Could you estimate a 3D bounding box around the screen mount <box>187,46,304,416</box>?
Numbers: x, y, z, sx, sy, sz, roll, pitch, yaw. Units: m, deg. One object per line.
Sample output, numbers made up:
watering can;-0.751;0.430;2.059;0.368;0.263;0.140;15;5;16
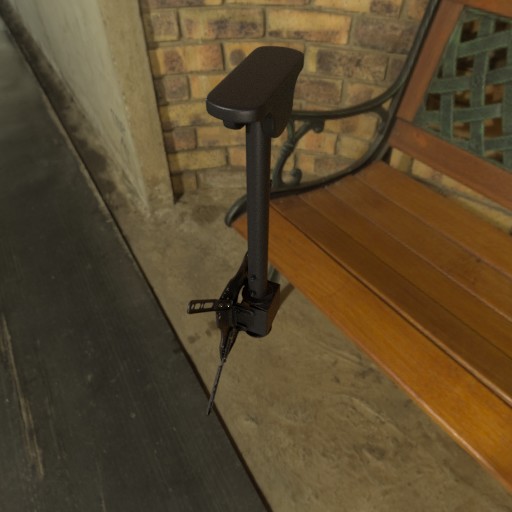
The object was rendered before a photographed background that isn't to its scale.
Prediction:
screen mount;0.000;0.000;0.877;0.090;0.729;0.393;16;48;15
